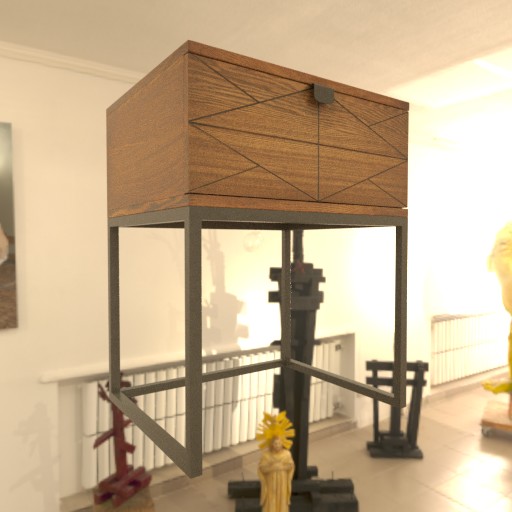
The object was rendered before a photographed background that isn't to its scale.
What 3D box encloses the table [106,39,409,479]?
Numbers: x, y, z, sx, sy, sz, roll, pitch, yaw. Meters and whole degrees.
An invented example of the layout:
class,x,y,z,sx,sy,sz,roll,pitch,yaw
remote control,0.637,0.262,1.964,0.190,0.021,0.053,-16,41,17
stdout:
class,x,y,z,sx,sy,sz,roll,pitch,yaw
table,0.000,0.000,0.904,0.482,0.610,0.400,-1,2,-35
